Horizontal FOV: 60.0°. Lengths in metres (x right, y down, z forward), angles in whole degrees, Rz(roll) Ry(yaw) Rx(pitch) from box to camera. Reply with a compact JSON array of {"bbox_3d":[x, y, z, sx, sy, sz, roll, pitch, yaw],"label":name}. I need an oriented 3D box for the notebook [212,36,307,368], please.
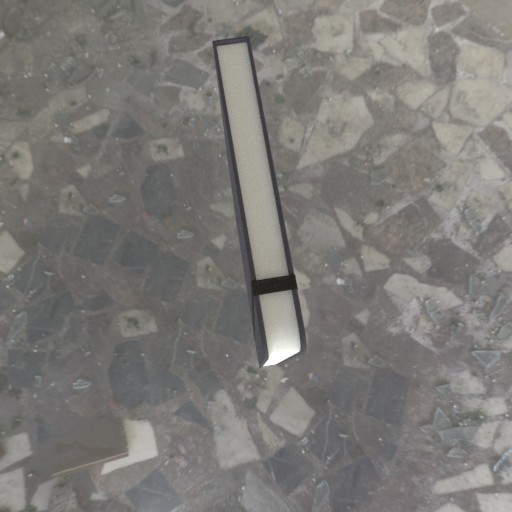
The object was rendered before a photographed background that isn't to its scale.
[{"bbox_3d":[0.000,0.000,0.265,0.016,0.213,0.127,-9,75,-2],"label":"notebook"}]
